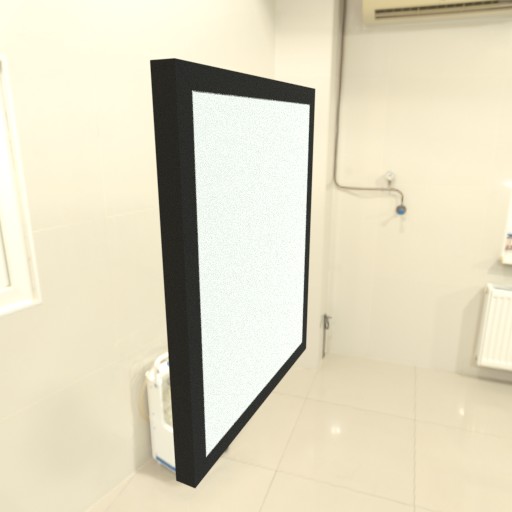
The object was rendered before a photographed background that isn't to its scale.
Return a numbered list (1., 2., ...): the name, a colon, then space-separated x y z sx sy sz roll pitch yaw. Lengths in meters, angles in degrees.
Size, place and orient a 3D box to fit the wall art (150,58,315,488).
1. wall art: 0.000 0.000 0.541 0.024 0.404 0.329 8 18 25
